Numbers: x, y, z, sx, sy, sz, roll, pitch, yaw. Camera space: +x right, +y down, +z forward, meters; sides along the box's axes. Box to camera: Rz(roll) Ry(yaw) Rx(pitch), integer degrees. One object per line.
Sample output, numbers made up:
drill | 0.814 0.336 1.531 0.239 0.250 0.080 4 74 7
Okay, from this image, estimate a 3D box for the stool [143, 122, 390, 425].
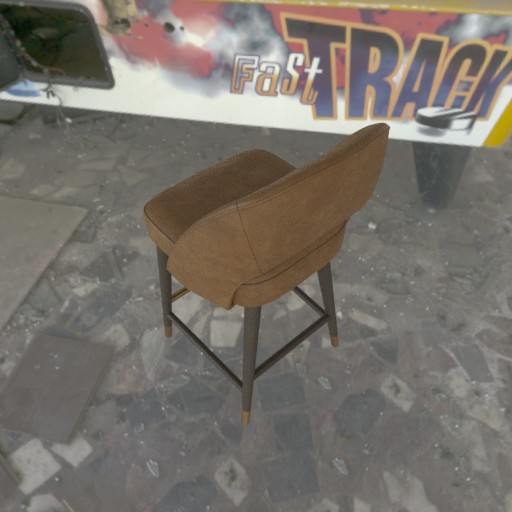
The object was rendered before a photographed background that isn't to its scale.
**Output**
stool | 0.000 0.000 1.256 0.494 0.940 0.509 -33 55 -27
